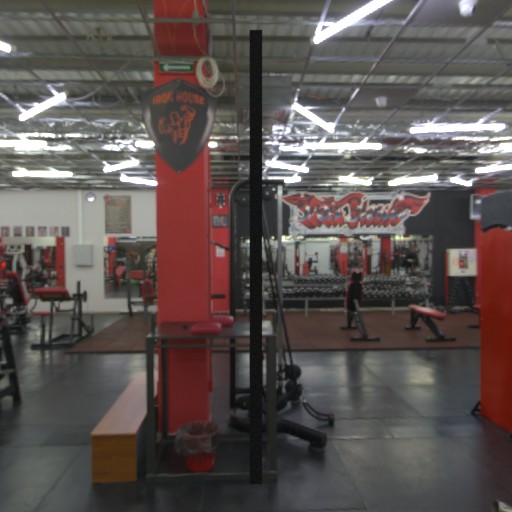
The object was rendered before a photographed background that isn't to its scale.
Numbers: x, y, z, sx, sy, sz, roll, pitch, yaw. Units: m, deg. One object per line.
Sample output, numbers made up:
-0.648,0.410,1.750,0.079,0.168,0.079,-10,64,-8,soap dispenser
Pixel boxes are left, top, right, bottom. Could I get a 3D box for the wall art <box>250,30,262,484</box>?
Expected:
0.000,0.000,0.674,0.013,0.458,0.456,0,1,0,wall art
